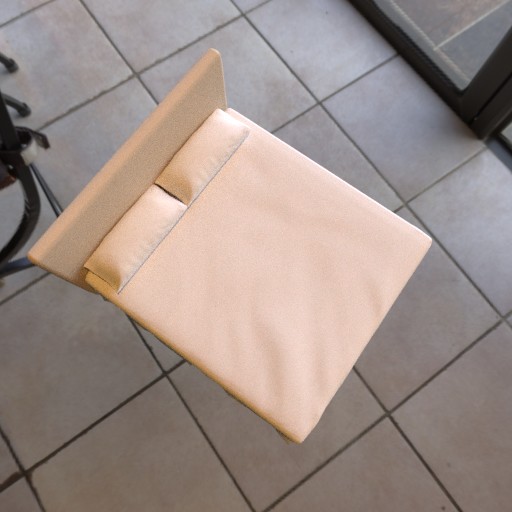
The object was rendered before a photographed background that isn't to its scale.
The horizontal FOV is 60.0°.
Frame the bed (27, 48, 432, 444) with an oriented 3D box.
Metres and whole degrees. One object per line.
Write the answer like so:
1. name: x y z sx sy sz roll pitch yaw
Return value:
1. bed: 0.000 0.000 3.588 2.319 1.317 2.119 35 78 9
